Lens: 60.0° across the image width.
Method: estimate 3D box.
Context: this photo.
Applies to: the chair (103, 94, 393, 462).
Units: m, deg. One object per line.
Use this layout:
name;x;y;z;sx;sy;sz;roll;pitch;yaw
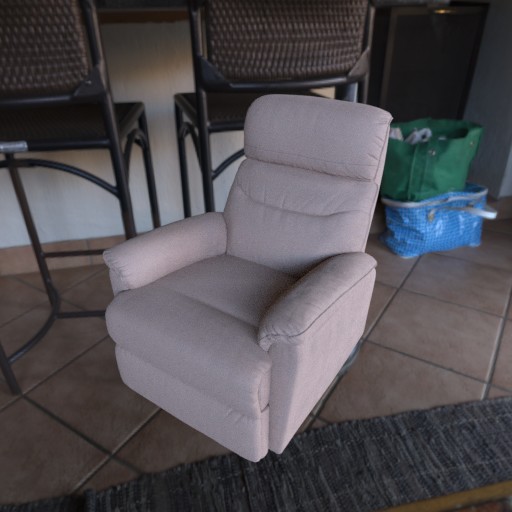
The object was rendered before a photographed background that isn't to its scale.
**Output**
chair;0.000;0.000;1.677;0.820;1.037;1.004;18;33;30
